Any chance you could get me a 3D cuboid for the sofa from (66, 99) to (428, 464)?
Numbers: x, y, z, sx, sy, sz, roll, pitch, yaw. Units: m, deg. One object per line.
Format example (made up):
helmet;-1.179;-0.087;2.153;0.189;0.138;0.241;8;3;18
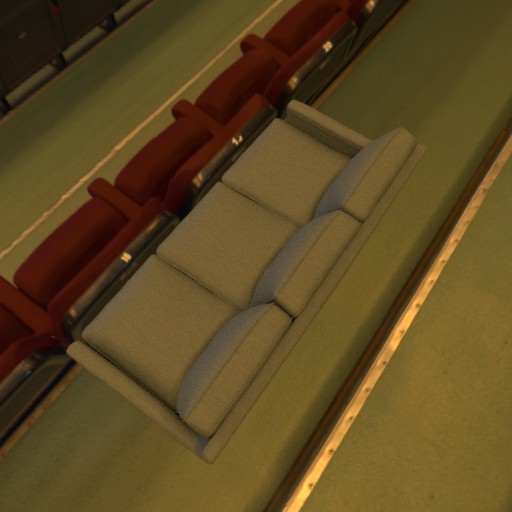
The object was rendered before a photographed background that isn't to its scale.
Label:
sofa;0.000;0.000;2.773;1.084;1.003;2.246;33;69;14
